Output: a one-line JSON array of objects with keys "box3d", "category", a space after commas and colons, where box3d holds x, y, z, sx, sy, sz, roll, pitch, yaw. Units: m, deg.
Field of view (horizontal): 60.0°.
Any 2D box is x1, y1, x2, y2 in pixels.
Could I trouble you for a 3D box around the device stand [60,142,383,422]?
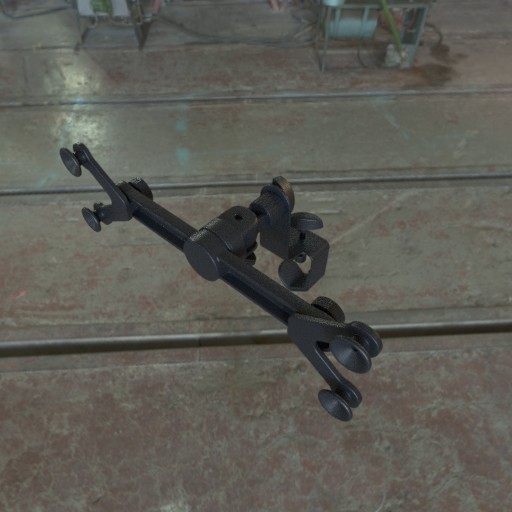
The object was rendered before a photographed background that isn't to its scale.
[{"box3d": [0.000, 0.000, 0.363, 0.270, 0.166, 0.142, 33, 55, 27], "category": "device stand"}]
